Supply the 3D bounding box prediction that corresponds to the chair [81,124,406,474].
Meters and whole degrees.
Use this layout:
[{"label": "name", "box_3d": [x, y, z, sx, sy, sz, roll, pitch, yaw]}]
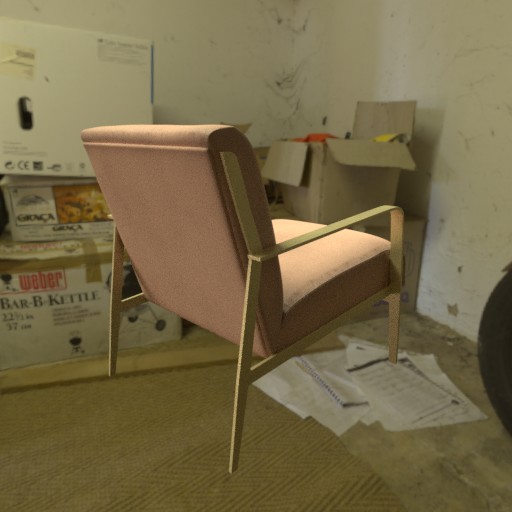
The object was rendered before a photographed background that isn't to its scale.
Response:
[{"label": "chair", "box_3d": [0.000, 0.000, 1.456, 0.848, 0.823, 0.701, -15, 22, -42]}]
